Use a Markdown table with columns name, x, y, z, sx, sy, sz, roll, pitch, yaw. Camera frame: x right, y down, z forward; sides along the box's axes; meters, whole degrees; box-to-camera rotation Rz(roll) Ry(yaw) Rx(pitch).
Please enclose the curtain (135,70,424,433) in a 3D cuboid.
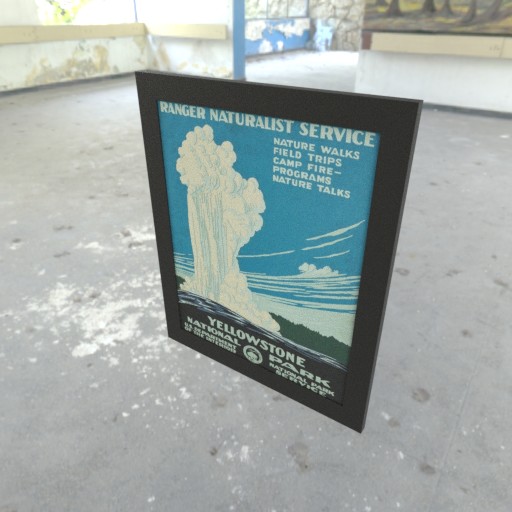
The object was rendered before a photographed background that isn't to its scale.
| name | x | y | z | sx | sy | sz | roll | pitch | yaw |
| --- | --- | --- | --- | --- | --- | --- | --- | --- | --- |
| curtain | 0.000 | 0.000 | 0.795 | 0.483 | 0.585 | 0.027 | 19 | 35 | 29 |
